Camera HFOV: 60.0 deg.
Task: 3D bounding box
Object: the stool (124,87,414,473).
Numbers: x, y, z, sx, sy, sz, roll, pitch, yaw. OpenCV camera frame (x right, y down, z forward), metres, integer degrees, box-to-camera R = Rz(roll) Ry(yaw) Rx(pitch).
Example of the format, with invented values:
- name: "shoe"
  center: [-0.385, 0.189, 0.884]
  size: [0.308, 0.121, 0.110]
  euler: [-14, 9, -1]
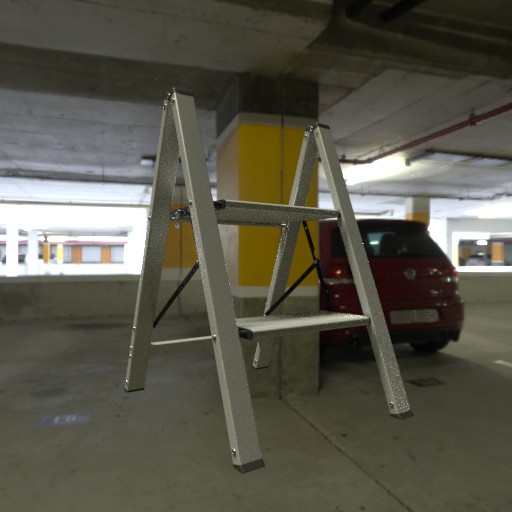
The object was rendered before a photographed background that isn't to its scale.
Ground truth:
- name: "stool"
  center: [0.000, 0.000, 1.022]
  size: [0.440, 0.670, 0.535]
  euler: [0, -1, -36]
